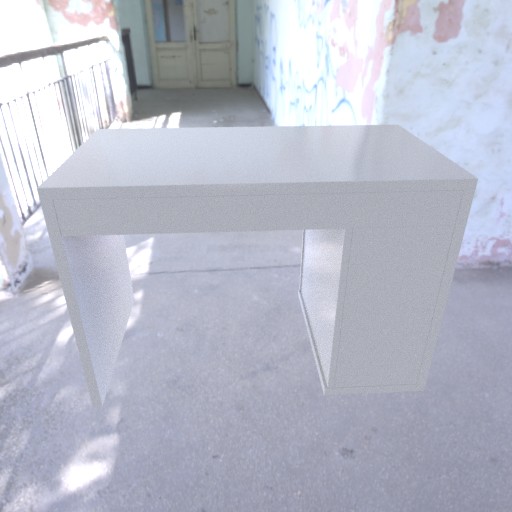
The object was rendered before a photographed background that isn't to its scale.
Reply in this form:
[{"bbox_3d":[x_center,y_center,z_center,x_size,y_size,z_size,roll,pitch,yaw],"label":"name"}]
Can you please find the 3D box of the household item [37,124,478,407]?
[{"bbox_3d":[0.000,0.000,1.543,1.100,0.749,0.597,-2,29,-3],"label":"household item"}]
